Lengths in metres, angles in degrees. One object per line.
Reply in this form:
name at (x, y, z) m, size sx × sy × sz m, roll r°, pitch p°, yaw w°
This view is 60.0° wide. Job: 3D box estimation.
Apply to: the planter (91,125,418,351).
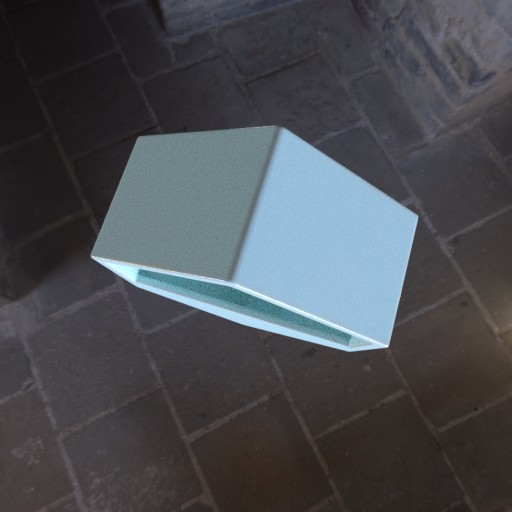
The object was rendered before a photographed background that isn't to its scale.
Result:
planter at (0.000, 0.000, 0.294) m, size 0.169 × 0.207 × 0.078 m, roll 16°, pitch 77°, yaw 4°
